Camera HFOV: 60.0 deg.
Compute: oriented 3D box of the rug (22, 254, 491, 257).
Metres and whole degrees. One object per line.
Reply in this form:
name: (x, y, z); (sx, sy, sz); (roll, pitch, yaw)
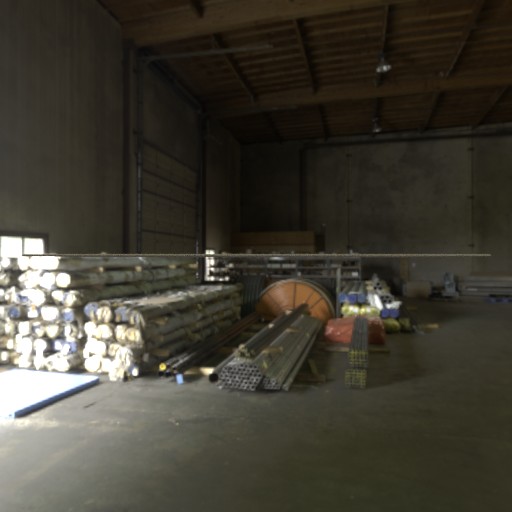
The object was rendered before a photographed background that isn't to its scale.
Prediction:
rug: (0.000, 0.000, 3.064); (2.438, 0.012, 1.524); (0, 0, -1)
